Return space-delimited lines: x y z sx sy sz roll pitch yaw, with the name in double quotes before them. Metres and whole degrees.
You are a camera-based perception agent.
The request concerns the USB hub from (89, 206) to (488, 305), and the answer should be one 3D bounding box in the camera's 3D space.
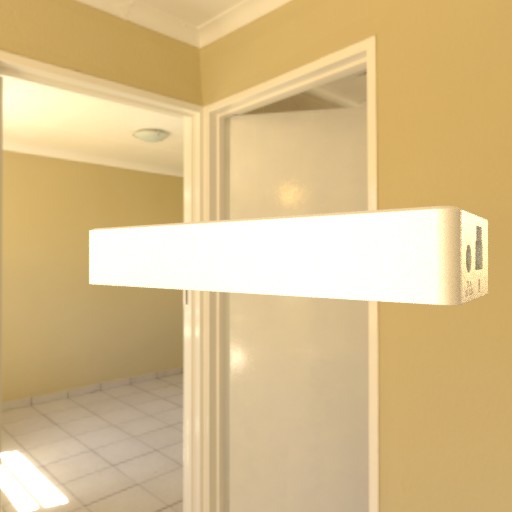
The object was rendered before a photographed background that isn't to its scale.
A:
"USB hub" 0.000 0.000 0.160 0.145 0.023 0.044 0 0 36
